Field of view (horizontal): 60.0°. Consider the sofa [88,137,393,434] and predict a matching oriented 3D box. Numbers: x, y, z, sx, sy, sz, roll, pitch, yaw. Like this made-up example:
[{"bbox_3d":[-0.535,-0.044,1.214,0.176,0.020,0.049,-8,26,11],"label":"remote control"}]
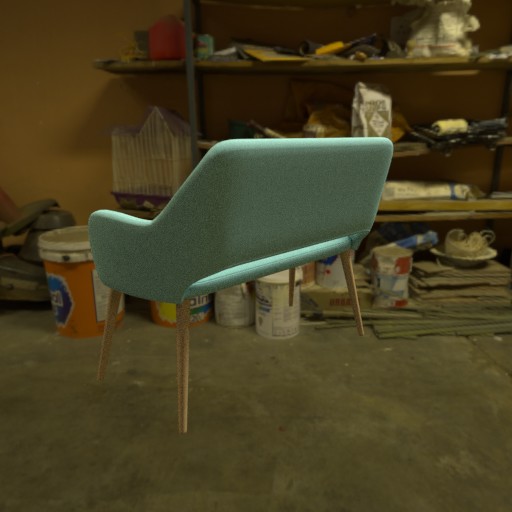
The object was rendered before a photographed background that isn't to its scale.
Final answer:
[{"bbox_3d":[0.000,0.000,1.624,1.150,0.840,0.610,-15,21,-42],"label":"sofa"}]
